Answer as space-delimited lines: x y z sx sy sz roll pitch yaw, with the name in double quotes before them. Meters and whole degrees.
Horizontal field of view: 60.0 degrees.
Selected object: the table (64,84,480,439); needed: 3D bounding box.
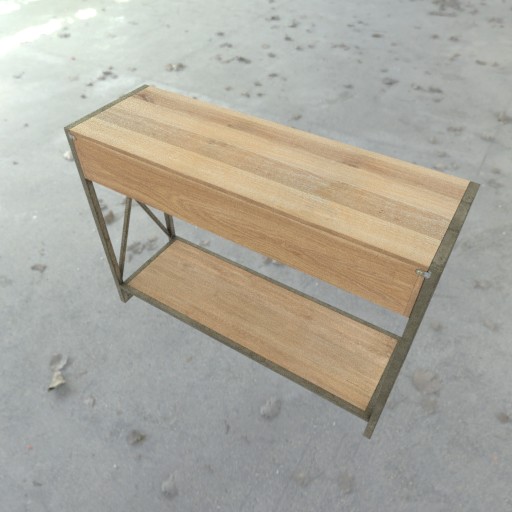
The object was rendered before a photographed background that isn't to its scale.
"table" 0.000 0.000 1.424 1.059 0.763 0.361 24 49 22
